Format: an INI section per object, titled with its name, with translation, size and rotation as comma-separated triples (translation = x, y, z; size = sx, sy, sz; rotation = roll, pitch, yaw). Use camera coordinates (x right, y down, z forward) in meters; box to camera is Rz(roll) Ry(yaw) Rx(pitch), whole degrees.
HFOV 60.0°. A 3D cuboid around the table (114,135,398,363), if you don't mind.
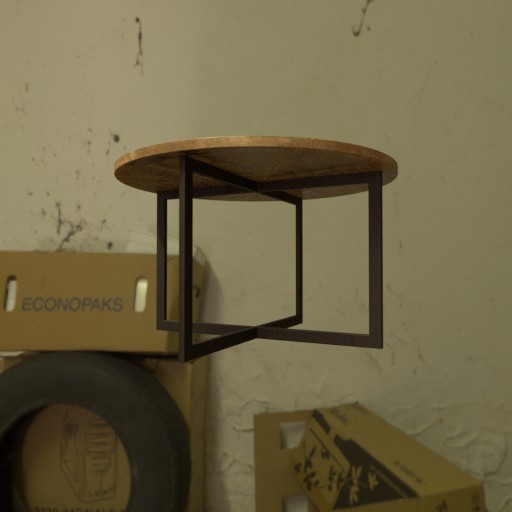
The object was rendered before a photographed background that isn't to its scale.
[table]
translation = 0.000, 0.000, 2.066
size = 1.264, 0.762, 1.264
rotation = 0, -1, 0
